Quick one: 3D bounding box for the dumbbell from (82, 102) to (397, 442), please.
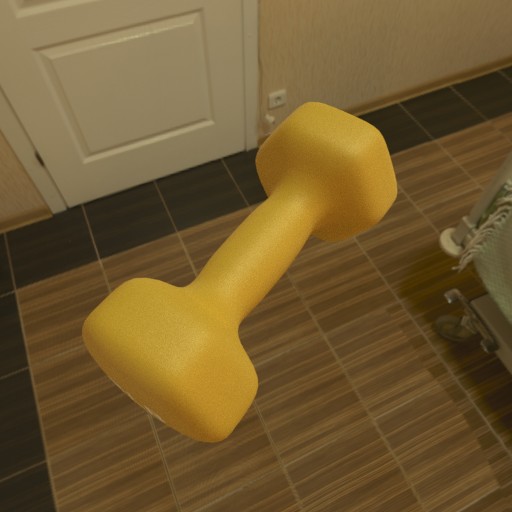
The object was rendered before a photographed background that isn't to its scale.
[{"bbox_3d":[0.000,0.000,0.242,0.090,0.082,0.190,32,63,19],"label":"dumbbell"}]
